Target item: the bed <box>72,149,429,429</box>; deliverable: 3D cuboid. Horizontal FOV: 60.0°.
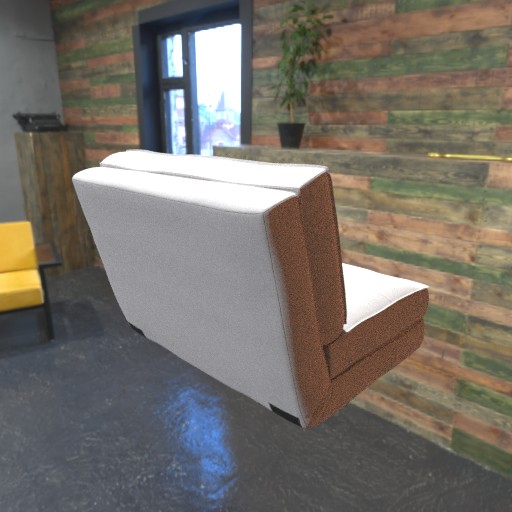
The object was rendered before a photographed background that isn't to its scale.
[{"bbox_3d":[0.000,0.000,1.335,0.799,0.614,0.749,16,23,42],"label":"bed"}]
